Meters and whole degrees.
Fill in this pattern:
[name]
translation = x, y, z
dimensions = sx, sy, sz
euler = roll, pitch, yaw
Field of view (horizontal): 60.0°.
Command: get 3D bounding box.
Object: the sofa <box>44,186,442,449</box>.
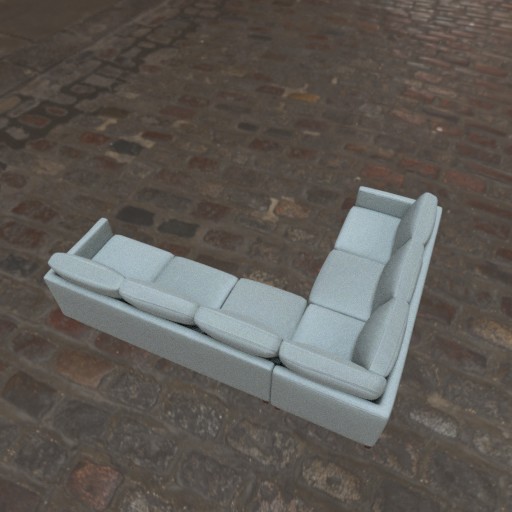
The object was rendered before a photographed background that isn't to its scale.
[sofa]
translation = 0.000, 0.000, 4.627
dimensions = 3.301, 0.947, 2.592
euler = 19, 51, 16
